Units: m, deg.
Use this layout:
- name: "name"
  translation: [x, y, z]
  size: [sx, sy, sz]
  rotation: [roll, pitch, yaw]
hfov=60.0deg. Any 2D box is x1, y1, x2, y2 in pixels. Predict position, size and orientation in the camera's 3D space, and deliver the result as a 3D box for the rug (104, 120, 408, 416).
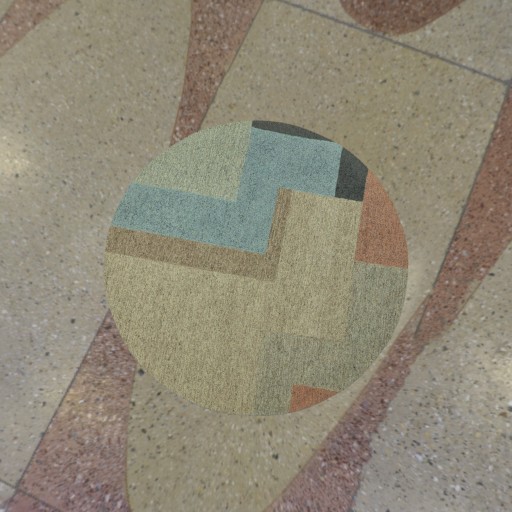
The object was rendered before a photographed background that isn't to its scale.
- name: "rug"
  translation: [0.000, 0.000, 3.587]
  size: [2.461, 0.033, 2.461]
  rotation: [0, 75, 0]
